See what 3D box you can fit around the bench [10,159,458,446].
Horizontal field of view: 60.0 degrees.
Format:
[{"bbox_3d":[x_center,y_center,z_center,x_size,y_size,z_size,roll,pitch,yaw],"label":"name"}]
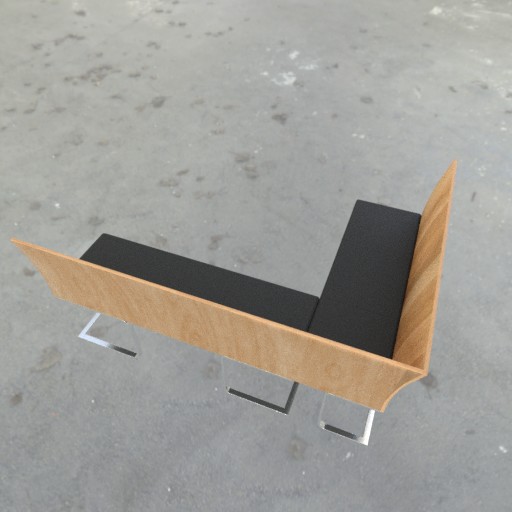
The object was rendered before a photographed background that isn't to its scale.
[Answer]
[{"bbox_3d":[0.000,0.000,2.692,1.945,0.930,1.495,16,48,15],"label":"bench"}]
